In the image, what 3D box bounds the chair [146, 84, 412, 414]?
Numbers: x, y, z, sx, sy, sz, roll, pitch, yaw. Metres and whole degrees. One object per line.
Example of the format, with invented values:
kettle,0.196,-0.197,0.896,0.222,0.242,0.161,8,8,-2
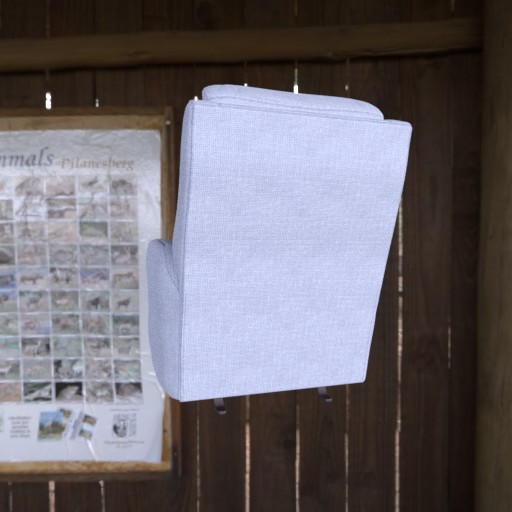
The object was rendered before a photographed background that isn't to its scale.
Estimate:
chair,0.000,0.000,1.763,0.829,1.030,1.080,0,1,-18
